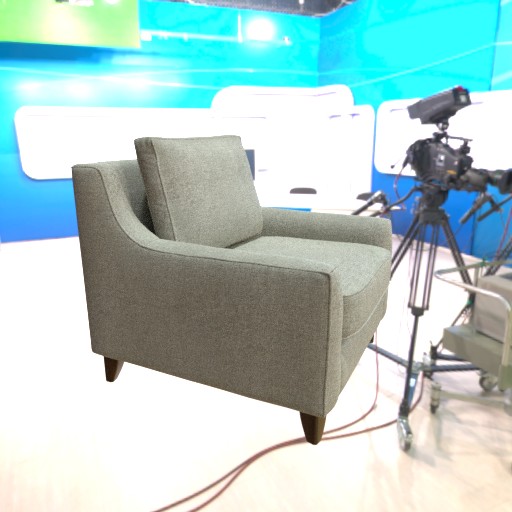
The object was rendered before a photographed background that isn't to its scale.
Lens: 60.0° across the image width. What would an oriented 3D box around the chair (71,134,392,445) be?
[{"bbox_3d":[0.000,0.000,1.645,0.918,0.864,0.838,8,18,26],"label":"chair"}]
